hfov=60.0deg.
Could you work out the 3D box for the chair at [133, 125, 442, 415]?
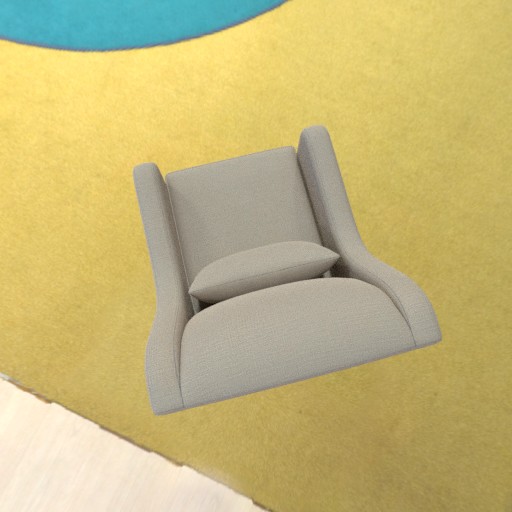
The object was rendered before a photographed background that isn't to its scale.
[{"bbox_3d":[0.000,0.000,1.600,0.715,1.017,0.896,-14,75,-4],"label":"chair"}]
